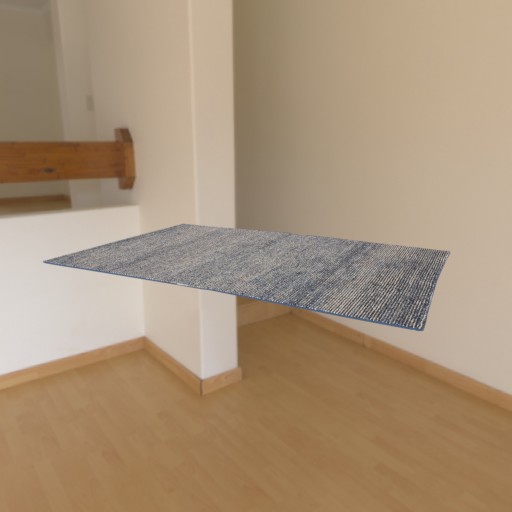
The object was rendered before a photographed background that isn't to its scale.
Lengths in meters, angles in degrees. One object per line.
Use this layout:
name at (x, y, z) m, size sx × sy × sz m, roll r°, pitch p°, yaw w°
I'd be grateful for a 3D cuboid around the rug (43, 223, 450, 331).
rug at (0.000, 0.000, 2.296) m, size 1.793 × 0.025 × 1.159 m, roll 7°, pitch 16°, yaw 27°
